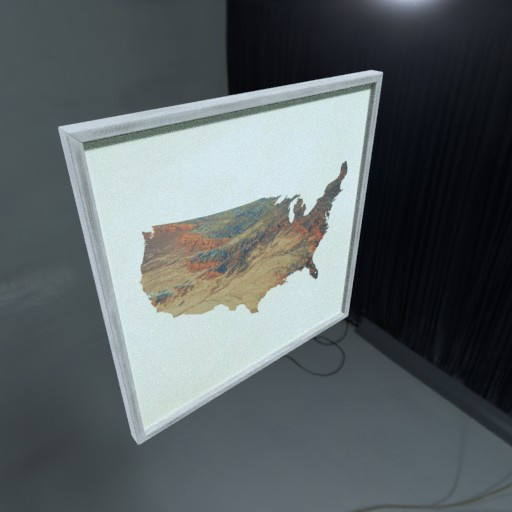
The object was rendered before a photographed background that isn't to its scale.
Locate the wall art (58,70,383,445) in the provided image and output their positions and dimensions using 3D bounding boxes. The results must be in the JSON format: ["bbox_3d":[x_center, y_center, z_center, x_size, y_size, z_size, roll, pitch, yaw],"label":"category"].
[{"bbox_3d":[0.000,0.000,0.430,0.303,0.303,0.015,-24,39,-32],"label":"wall art"}]
